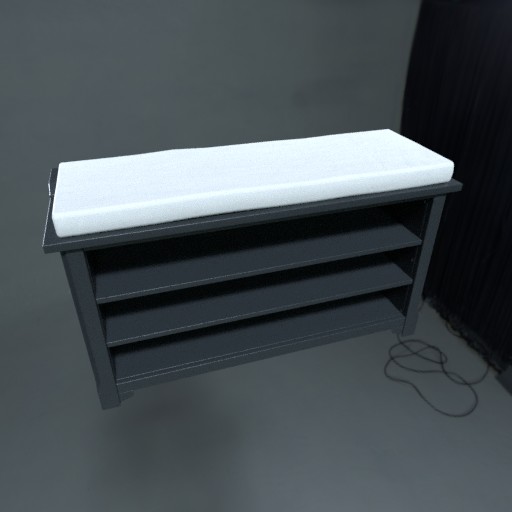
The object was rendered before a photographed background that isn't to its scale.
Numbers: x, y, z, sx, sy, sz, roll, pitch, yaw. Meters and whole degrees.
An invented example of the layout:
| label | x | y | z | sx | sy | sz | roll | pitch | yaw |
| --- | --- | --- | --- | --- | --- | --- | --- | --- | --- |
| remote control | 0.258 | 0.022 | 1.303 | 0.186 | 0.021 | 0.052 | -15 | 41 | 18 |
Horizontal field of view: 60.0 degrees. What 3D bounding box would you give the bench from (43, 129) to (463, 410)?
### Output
| label | x | y | z | sx | sy | sz | roll | pitch | yaw |
| --- | --- | --- | --- | --- | --- | --- | --- | --- | --- |
| bench | 0.000 | 0.000 | 1.233 | 0.973 | 0.561 | 0.345 | -10 | 34 | -15 |
